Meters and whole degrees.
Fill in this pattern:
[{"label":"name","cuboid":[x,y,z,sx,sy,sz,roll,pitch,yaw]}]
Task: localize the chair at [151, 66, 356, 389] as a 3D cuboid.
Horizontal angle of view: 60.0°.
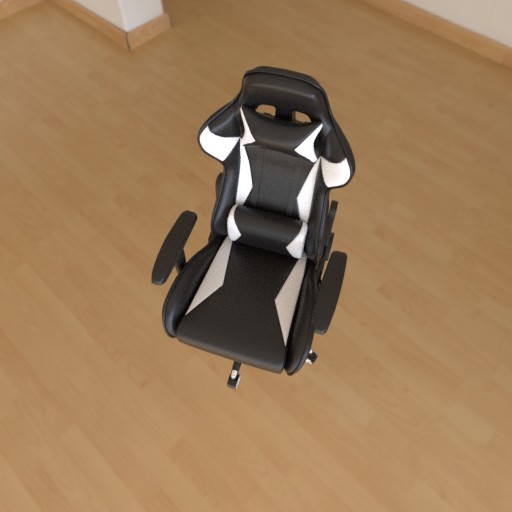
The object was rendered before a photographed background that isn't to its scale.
[{"label":"chair","cuboid":[0.000,0.000,1.743,0.730,1.285,0.695,16,59,10]}]
